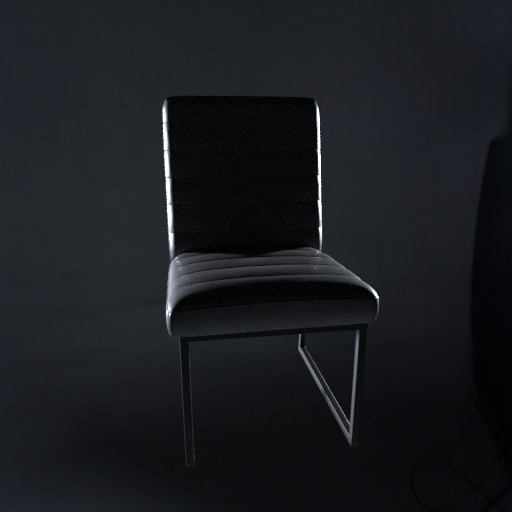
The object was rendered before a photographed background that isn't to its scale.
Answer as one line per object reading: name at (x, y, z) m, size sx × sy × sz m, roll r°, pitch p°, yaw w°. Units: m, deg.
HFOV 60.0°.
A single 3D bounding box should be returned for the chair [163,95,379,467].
chair at (0.000, 0.000, 1.321) m, size 0.520 × 0.930 × 0.634 m, roll -3°, pitch 17°, yaw -9°
